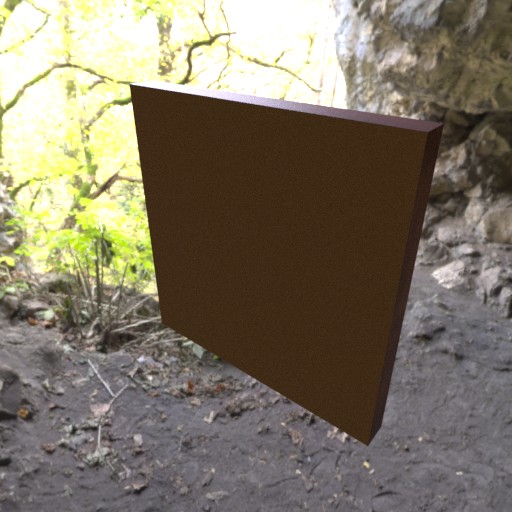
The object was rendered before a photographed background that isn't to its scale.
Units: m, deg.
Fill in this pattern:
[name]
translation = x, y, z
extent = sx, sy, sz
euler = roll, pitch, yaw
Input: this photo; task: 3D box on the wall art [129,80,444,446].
[wall art]
translation = 0.000, 0.000, 0.570
extent = 0.386, 0.385, 0.038
euler = 22, 36, 33
